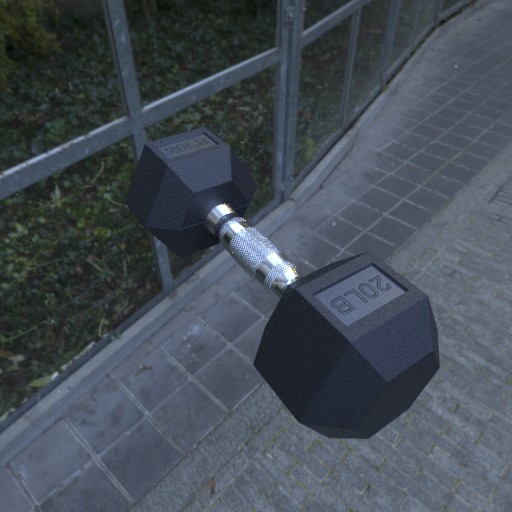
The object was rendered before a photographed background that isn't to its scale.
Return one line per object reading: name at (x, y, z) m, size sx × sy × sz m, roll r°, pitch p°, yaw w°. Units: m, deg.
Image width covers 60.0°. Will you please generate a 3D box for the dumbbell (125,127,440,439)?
dumbbell at (0.000, 0.000, 0.318) m, size 0.106 × 0.092 × 0.272 m, roll -24°, pitch 47°, yaw -25°
